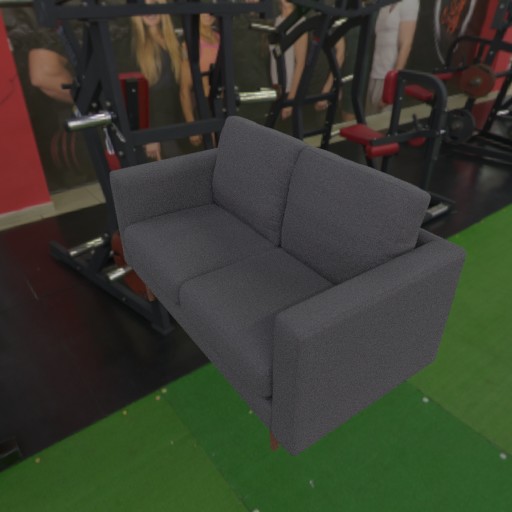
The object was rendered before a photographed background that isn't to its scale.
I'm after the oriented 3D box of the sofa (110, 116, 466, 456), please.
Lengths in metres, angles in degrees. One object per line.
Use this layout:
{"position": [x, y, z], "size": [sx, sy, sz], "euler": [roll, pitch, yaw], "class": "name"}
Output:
{"position": [0.000, 0.000, 1.943], "size": [0.796, 0.908, 1.430], "euler": [-21, 38, -29], "class": "sofa"}
